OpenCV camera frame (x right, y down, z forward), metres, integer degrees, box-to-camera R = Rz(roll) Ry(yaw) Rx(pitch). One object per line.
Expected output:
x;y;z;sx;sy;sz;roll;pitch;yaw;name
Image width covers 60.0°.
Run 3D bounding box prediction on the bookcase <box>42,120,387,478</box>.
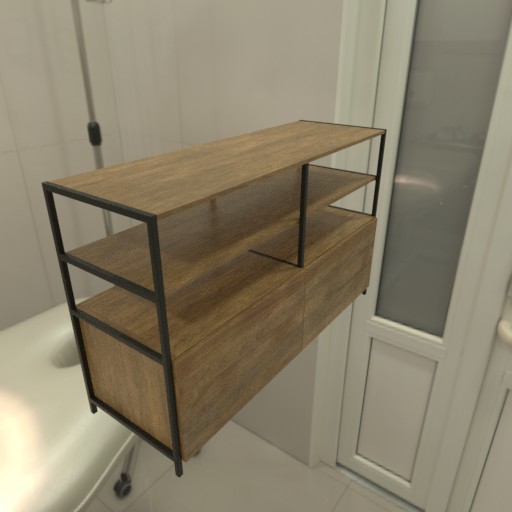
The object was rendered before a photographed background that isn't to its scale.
0.000;0.000;1.492;0.391;0.712;1.149;18;31;32;bookcase
